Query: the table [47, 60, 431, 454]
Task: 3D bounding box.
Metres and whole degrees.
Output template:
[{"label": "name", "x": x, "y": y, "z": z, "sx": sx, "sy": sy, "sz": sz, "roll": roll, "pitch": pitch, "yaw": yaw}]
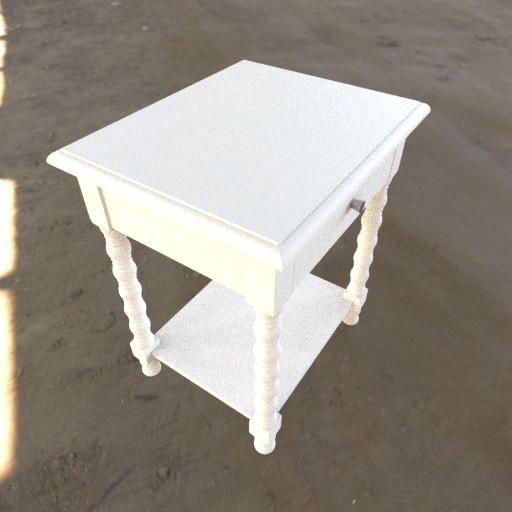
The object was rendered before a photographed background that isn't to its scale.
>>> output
[{"label": "table", "x": 0.000, "y": 0.000, "z": 0.834, "sx": 0.381, "sy": 0.531, "sz": 0.460, "roll": 25, "pitch": 48, "yaw": 25}]
